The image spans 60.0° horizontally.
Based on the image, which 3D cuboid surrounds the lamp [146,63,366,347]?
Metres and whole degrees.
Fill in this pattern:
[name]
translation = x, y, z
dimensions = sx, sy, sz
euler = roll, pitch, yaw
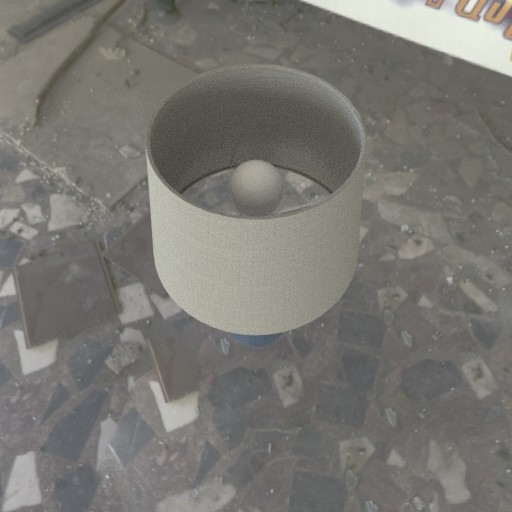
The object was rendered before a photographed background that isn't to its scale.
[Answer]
[lamp]
translation = 0.000, 0.000, 0.584
dimensions = 0.253, 0.428, 0.253
euler = 0, 58, 0
